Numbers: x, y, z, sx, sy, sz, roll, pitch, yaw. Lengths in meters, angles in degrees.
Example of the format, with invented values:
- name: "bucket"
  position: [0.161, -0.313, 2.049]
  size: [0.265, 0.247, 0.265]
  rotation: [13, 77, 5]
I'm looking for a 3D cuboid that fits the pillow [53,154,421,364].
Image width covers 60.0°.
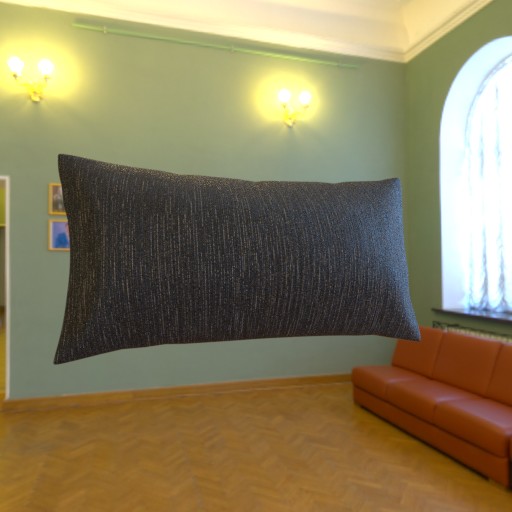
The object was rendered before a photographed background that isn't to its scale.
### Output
- name: "pillow"
  position: [0.000, 0.000, 0.731]
  size: [0.608, 0.305, 0.156]
  rotation: [0, -1, -18]
